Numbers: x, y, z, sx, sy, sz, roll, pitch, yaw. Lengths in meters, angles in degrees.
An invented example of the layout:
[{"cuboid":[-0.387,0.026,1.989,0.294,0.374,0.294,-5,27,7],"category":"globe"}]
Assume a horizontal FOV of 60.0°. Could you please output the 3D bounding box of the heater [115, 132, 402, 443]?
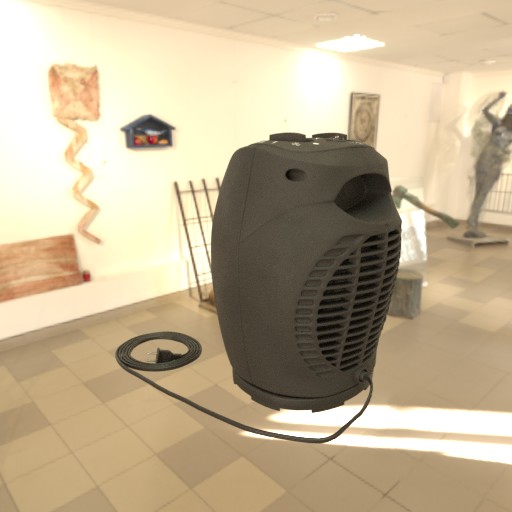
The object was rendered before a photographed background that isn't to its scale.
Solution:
[{"cuboid":[0.000,0.000,0.475,0.239,0.255,0.291,-14,21,-41],"category":"heater"}]
